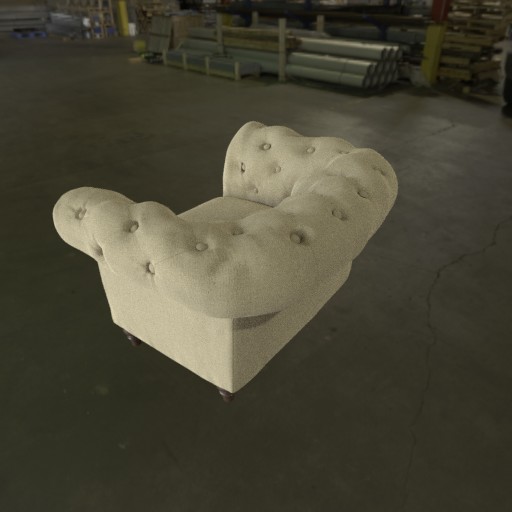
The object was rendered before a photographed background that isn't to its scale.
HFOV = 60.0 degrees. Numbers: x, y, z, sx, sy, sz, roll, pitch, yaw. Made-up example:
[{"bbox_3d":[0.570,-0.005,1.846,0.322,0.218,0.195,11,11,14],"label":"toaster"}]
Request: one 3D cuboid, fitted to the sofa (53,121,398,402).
[{"bbox_3d":[0.000,0.000,2.076,1.034,0.878,1.405,21,37,30],"label":"sofa"}]
